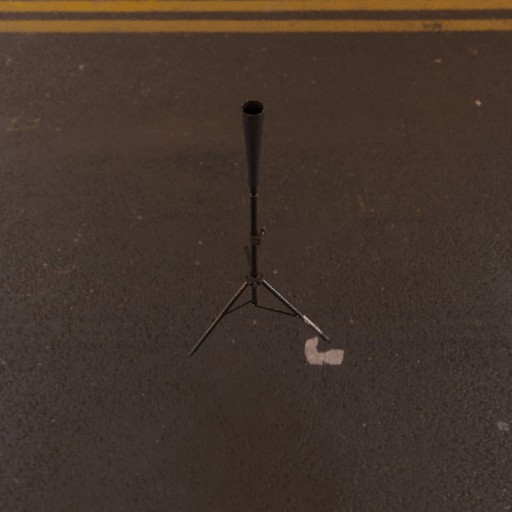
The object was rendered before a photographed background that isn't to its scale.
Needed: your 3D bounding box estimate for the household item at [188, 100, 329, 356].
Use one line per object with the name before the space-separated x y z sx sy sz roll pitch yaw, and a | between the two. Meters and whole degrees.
household item | 0.000 0.000 1.421 0.559 1.067 0.559 34 63 19
